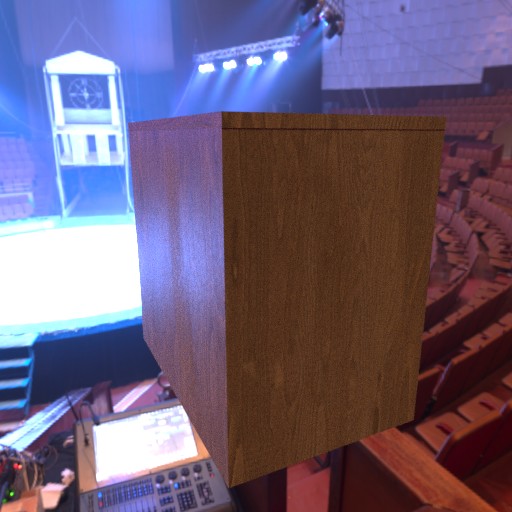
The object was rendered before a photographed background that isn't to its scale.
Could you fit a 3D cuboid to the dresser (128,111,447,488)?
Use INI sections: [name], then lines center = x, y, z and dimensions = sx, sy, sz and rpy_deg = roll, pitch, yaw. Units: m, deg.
[dresser]
center = 0.000, 0.000, 1.303
dimensions = 0.529, 0.762, 0.809
rpy_deg = -7, 17, -25
